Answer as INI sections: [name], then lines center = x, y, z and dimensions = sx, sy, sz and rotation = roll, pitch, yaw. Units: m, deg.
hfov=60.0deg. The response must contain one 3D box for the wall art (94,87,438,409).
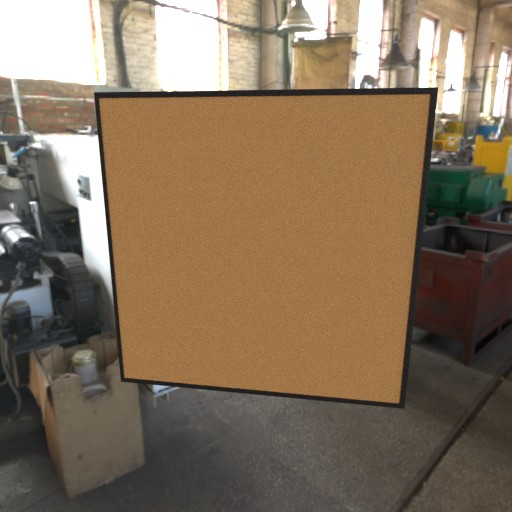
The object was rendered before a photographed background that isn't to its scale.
[wall art]
center = 0.000, 0.000, 0.943
dimensions = 0.664, 0.663, 0.015
rotation = 3, 16, 9
